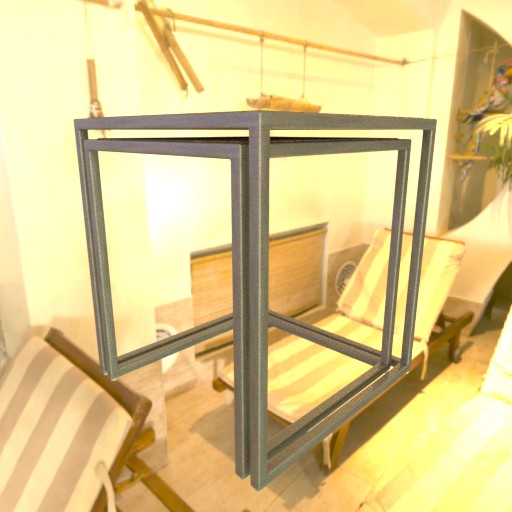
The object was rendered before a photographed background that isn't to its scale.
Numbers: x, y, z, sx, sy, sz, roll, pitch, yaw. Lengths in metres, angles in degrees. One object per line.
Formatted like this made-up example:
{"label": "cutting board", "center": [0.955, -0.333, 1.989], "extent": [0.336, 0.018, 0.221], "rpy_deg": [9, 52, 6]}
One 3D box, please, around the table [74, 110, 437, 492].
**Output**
{"label": "table", "center": [0.000, 0.000, 0.839], "extent": [0.450, 0.500, 0.449], "rpy_deg": [15, 22, 42]}
